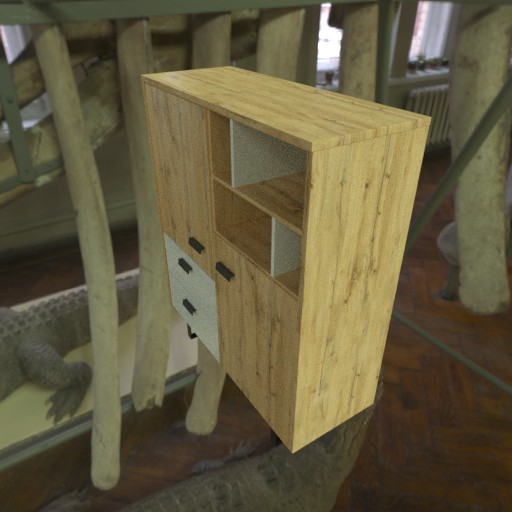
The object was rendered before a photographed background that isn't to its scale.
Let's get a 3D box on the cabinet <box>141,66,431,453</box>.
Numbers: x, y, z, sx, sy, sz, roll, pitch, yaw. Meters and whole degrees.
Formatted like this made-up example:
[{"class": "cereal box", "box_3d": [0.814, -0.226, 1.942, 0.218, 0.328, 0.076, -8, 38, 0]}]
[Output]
[{"class": "cabinet", "box_3d": [0.000, 0.000, 1.977, 0.473, 1.397, 1.168, -19, 36, -28]}]
